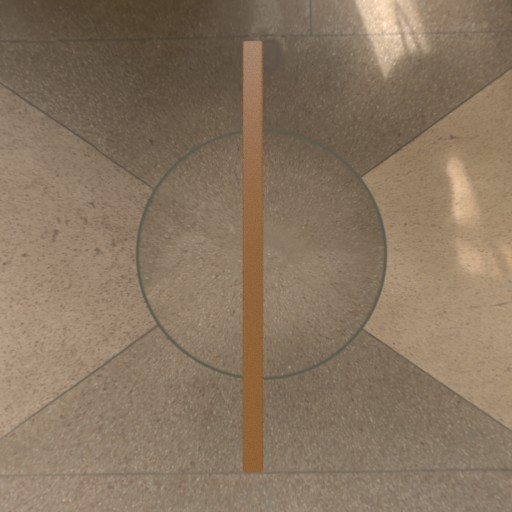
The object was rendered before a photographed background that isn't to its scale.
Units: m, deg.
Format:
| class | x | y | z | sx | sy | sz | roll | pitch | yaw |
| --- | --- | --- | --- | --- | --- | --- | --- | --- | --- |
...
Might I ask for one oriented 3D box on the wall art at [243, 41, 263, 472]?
| class | x | y | z | sx | sy | sz | roll | pitch | yaw |
| --- | --- | --- | --- | --- | --- | --- | --- | --- | --- |
| wall art | 0.000 | 0.000 | 0.735 | 0.021 | 0.550 | 0.449 | 0 | 90 | 1 |
